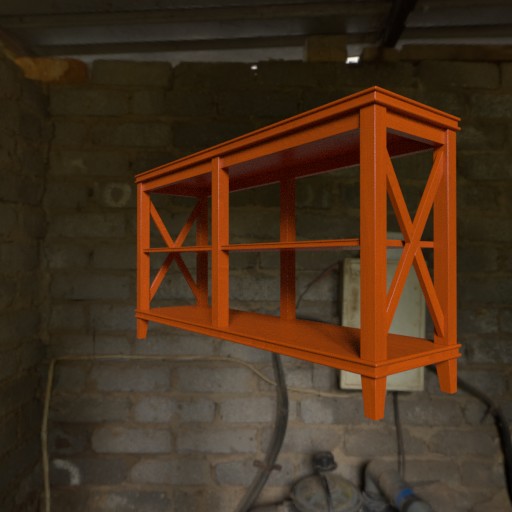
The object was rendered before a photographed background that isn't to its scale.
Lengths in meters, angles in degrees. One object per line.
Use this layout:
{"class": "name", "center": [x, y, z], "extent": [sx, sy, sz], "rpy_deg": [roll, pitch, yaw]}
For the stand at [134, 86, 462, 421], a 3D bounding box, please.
{"class": "stand", "center": [0.000, 0.000, 1.658], "extent": [0.381, 0.762, 1.372], "rpy_deg": [0, -1, -38]}
